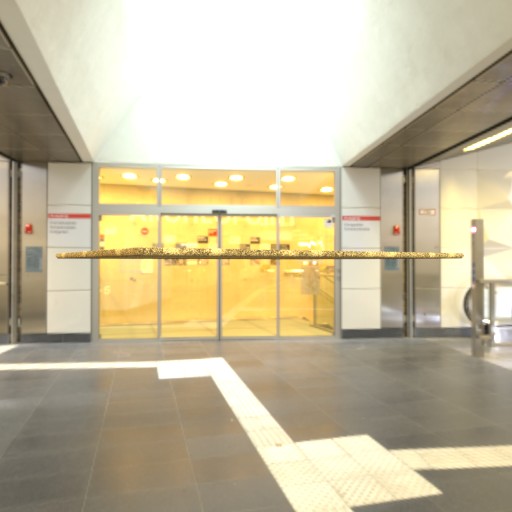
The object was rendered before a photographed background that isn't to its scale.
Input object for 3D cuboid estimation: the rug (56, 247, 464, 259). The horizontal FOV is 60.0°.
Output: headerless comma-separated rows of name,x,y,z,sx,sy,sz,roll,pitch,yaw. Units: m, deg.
rug,0.000,0.000,2.156,1.600,0.025,1.200,0,-1,-34
